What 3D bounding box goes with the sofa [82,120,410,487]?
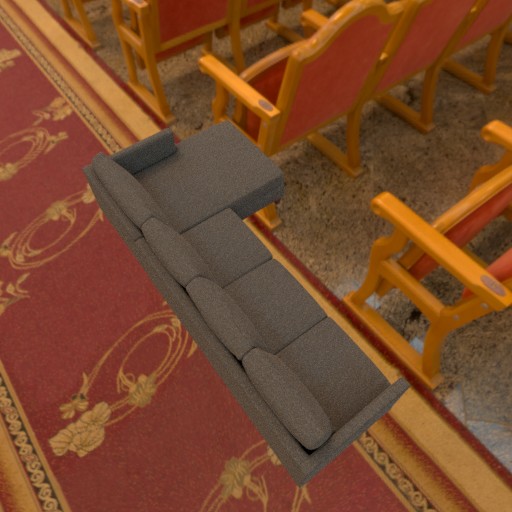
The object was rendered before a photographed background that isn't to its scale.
[{"bbox_3d":[0.000,0.000,3.819,1.625,0.846,3.186,-32,63,-19],"label":"sofa"}]
